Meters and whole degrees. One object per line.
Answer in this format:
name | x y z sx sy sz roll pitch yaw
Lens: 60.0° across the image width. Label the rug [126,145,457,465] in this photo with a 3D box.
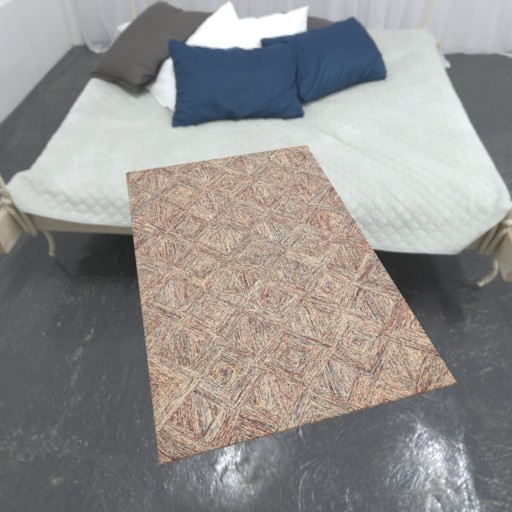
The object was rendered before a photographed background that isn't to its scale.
rug | 0.000 0.000 2.899 1.523 0.019 2.285 -11 48 -10
